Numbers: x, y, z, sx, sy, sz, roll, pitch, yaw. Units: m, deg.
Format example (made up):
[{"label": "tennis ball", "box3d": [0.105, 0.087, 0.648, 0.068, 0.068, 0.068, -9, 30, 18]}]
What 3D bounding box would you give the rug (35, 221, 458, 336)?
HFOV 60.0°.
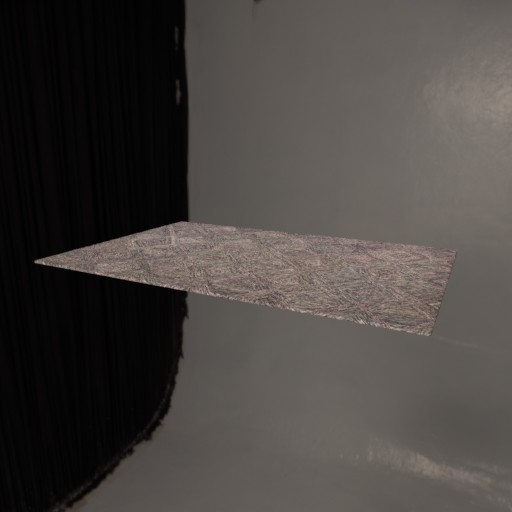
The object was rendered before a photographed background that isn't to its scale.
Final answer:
[{"label": "rug", "box3d": [0.000, 0.000, 2.864, 2.298, 0.017, 1.501, 8, 17, 26]}]
